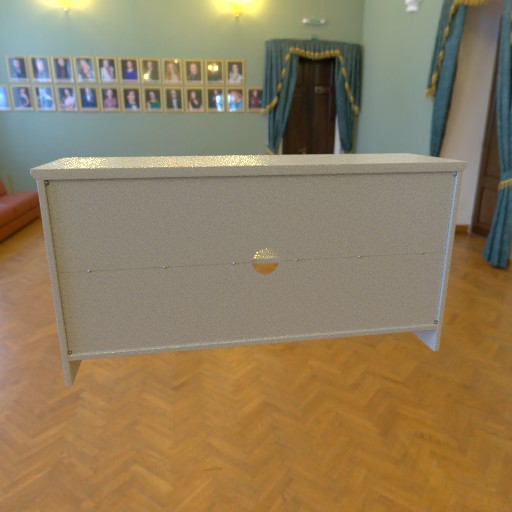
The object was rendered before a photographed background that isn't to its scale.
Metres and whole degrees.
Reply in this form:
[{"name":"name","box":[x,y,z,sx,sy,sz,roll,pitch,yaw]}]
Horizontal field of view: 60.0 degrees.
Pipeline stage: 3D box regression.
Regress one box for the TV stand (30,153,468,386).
[{"name":"TV stand","box":[0.000,0.000,1.414,1.167,0.603,0.344,-3,17,-10]}]
